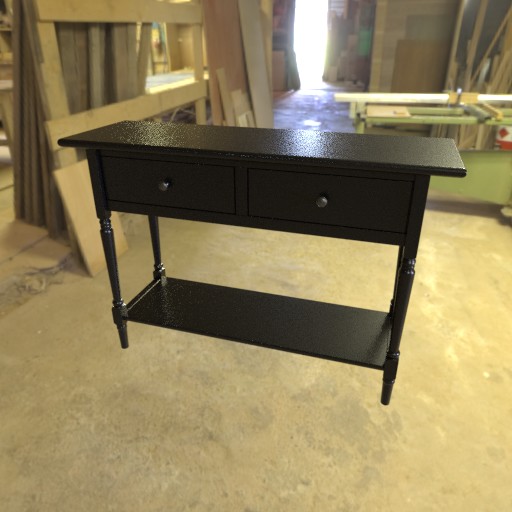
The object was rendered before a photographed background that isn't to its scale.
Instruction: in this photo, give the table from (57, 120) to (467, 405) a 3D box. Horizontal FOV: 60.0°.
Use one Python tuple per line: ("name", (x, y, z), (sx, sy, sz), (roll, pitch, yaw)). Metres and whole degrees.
("table", (0.000, 0.000, 1.571), (1.191, 0.819, 0.386), (8, 27, 16))
